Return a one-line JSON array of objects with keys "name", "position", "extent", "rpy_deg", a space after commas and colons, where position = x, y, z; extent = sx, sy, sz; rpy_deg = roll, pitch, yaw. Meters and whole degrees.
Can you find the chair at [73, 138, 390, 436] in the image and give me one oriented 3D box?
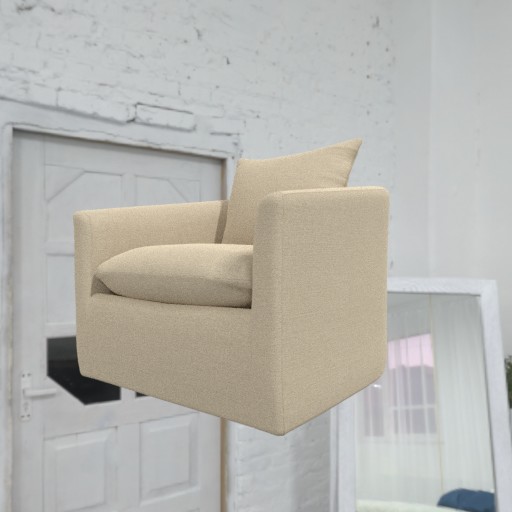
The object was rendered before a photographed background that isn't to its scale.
[{"name": "chair", "position": [0.000, 0.000, 1.559], "extent": [0.845, 0.848, 0.910], "rpy_deg": [1, 1, 38]}]
